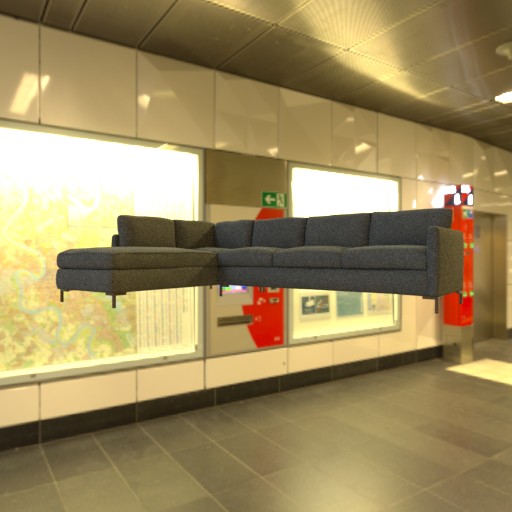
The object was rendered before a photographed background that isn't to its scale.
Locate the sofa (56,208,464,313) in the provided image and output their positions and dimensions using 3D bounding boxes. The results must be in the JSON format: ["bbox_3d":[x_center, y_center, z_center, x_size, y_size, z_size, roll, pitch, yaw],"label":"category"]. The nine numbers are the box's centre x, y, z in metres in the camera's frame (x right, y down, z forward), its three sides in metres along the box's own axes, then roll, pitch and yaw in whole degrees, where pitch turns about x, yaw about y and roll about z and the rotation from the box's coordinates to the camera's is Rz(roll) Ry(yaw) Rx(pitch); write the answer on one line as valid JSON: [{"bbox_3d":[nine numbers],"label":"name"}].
[{"bbox_3d":[0.000,0.000,3.810,2.949,0.815,2.007,0,0,37],"label":"sofa"}]
